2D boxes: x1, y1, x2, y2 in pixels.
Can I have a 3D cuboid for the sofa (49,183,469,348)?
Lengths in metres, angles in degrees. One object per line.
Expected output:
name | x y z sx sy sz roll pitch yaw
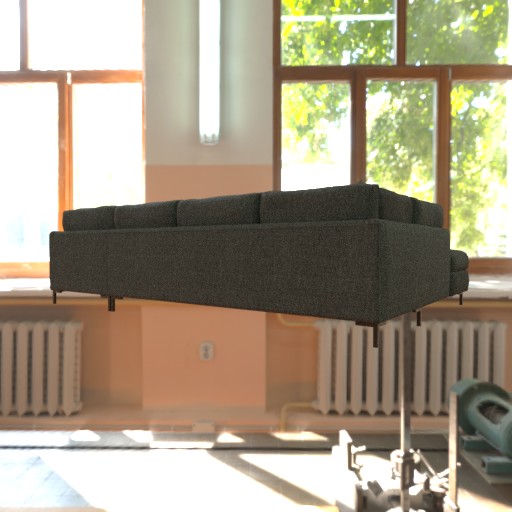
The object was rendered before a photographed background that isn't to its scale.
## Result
sofa | 0.000 0.000 3.466 2.737 0.756 1.879 1 1 36
